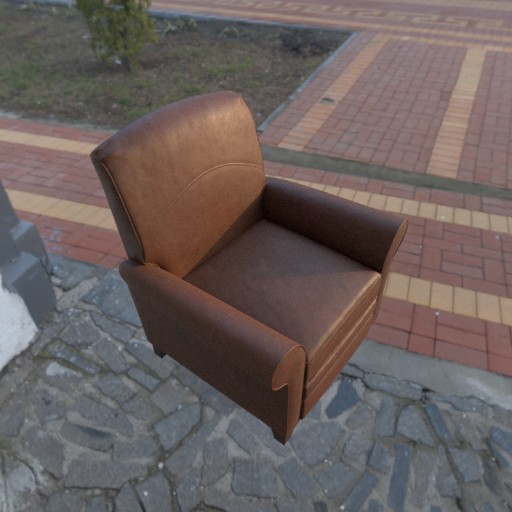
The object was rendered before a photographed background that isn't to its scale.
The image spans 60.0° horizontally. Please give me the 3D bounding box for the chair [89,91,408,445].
[{"bbox_3d":[0.000,0.000,1.813,0.902,1.061,0.978,26,46,28],"label":"chair"}]
